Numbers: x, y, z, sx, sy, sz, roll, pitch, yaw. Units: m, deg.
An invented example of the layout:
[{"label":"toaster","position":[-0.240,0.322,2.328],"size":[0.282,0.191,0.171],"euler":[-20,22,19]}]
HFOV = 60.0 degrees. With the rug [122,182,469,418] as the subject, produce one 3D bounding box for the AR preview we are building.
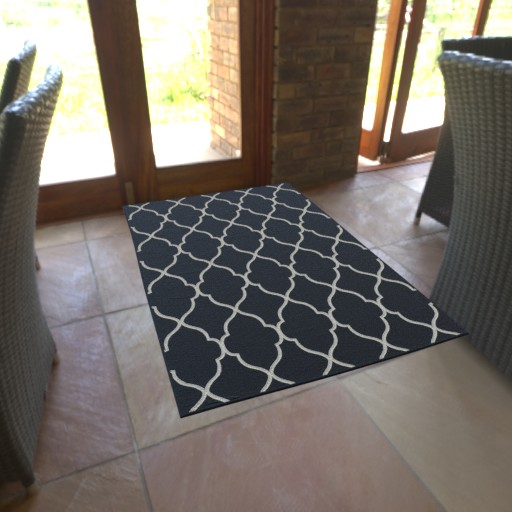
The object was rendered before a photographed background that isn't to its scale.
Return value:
[{"label":"rug","position":[0.000,0.000,2.985],"size":[1.526,0.014,2.290],"euler":[-11,32,-18]}]
